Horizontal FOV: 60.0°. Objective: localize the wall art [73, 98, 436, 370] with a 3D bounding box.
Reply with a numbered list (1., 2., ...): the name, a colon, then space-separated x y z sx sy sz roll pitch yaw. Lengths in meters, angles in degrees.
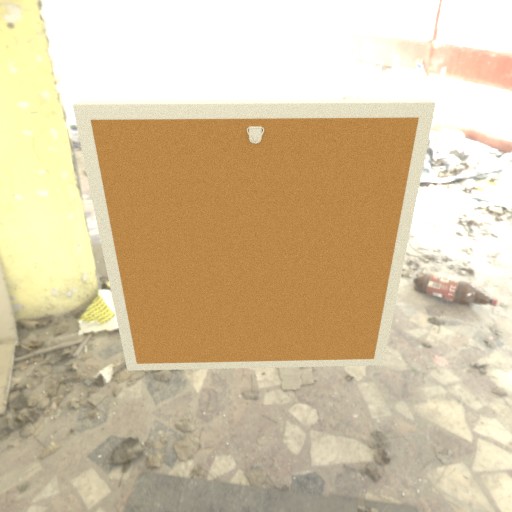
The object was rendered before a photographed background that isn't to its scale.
1. wall art: 0.000 0.000 1.135 0.761 0.762 0.050 -1 31 -1
